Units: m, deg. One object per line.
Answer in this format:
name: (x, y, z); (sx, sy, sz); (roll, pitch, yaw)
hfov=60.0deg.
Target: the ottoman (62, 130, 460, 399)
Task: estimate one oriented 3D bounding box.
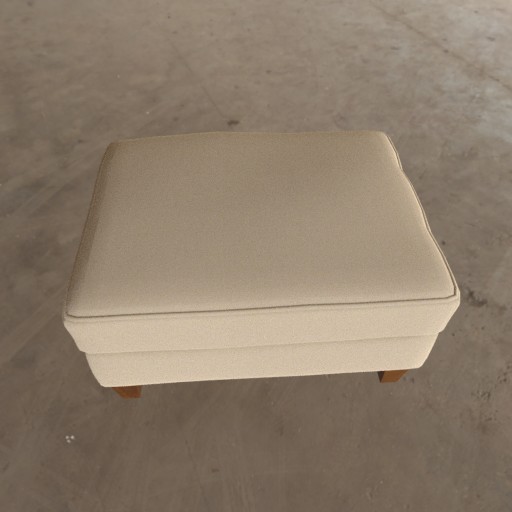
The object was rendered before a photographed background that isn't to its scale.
ottoman: (0.000, 0.000, 1.212); (0.818, 0.485, 0.634); (-3, 49, -2)
